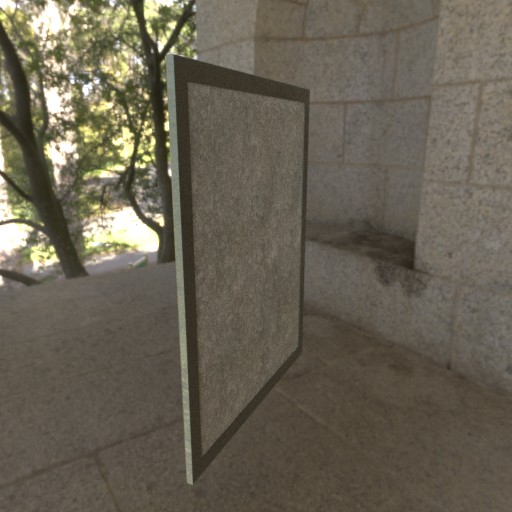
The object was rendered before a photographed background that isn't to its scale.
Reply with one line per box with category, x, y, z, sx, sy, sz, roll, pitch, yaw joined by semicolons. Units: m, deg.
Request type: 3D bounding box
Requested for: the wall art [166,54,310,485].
wall art;0.000;0.000;1.304;0.030;0.983;0.767;7;17;25
